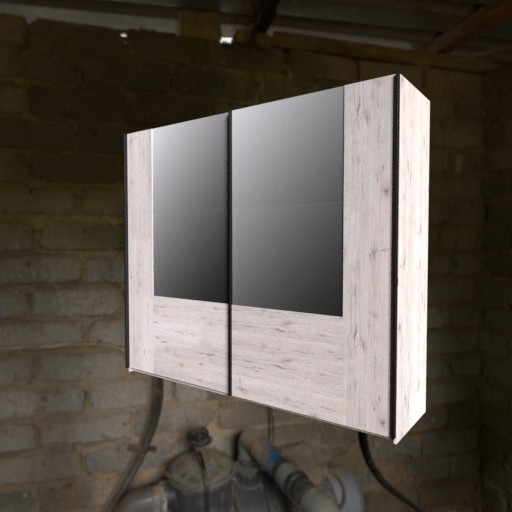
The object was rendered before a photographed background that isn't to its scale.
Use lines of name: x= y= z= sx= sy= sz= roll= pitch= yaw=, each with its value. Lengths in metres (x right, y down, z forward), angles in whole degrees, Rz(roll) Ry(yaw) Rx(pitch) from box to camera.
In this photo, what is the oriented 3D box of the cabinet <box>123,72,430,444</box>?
cabinet: x=0.000 y=0.000 z=3.578 sx=2.500 sy=2.180 sz=0.660 roll=2 pitch=3 yaw=36
